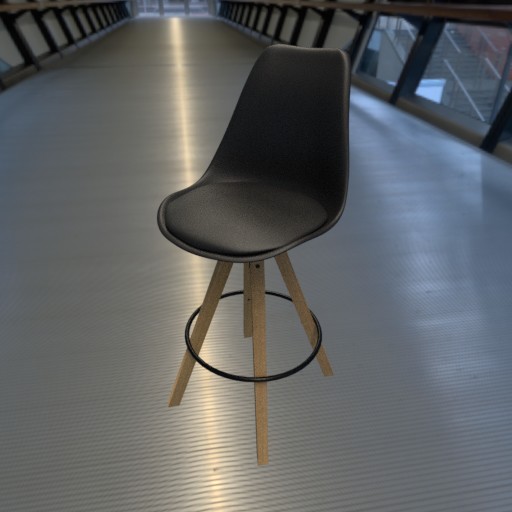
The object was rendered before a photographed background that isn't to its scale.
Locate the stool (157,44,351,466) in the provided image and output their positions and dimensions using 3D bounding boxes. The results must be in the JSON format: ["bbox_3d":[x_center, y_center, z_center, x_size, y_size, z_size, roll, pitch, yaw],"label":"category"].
[{"bbox_3d":[0.000,0.000,1.345,0.485,1.115,0.550,20,37,30],"label":"stool"}]
